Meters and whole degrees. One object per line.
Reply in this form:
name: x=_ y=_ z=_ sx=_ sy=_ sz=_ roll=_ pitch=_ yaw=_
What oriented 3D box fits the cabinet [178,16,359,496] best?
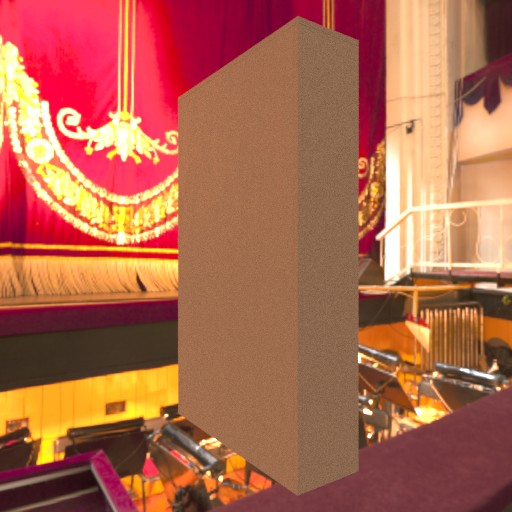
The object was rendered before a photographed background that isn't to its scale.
cabinet: x=0.000 y=0.000 z=1.561 sx=0.250 sy=1.280 sz=0.750 roll=0 pitch=0 yaw=-35
